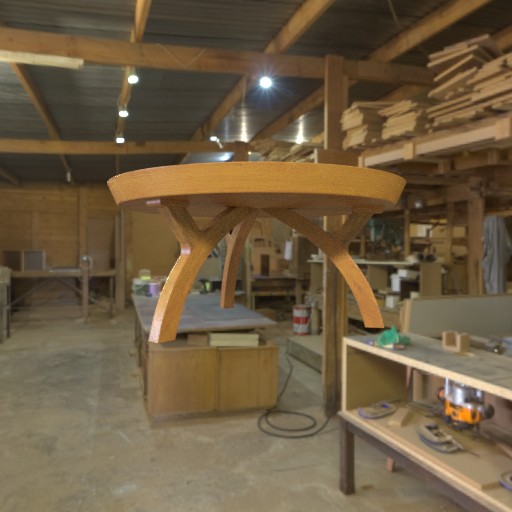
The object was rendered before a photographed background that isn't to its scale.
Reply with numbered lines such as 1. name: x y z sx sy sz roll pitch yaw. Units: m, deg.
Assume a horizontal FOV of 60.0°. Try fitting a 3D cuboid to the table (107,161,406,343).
1. table: 0.000 0.000 1.563 1.016 0.470 1.016 0 1 0
